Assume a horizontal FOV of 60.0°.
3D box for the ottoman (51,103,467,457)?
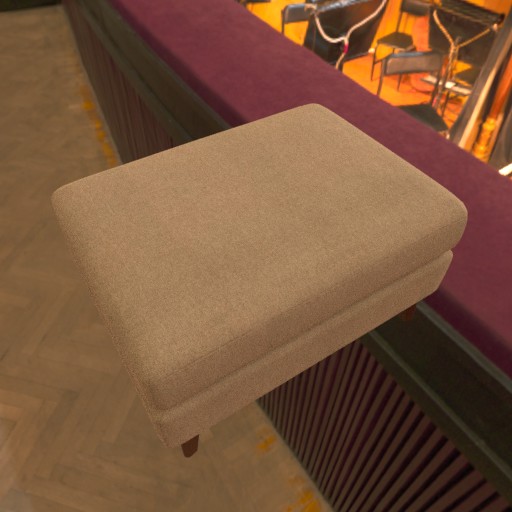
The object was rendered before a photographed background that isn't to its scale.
[{"bbox_3d":[0.000,0.000,1.174,0.823,0.478,0.610,-25,52,-21],"label":"ottoman"}]
